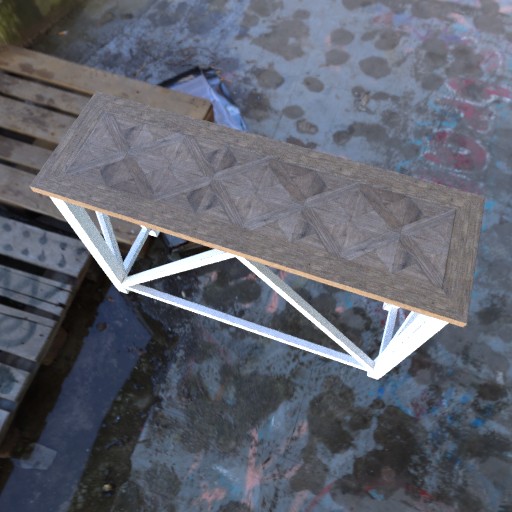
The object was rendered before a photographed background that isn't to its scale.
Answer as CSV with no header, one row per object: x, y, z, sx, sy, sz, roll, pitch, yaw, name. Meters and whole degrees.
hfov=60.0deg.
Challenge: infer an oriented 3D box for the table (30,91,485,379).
0.000,0.000,1.843,1.400,0.930,0.450,17,65,9,table
